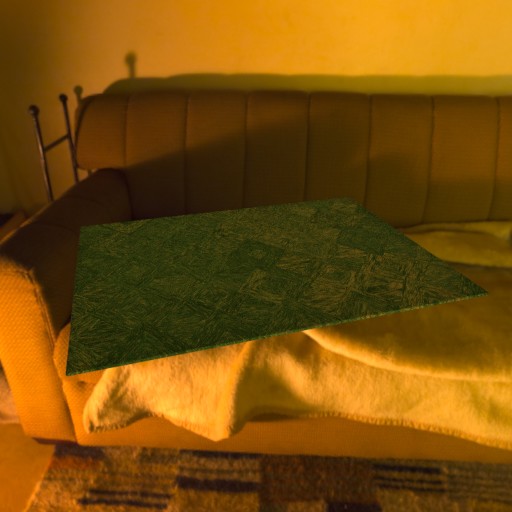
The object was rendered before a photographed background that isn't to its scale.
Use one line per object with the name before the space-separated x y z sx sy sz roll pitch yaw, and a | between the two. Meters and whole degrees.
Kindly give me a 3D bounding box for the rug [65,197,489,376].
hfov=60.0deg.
rug | 0.000 0.000 4.191 3.217 0.027 2.405 -8 28 -15
